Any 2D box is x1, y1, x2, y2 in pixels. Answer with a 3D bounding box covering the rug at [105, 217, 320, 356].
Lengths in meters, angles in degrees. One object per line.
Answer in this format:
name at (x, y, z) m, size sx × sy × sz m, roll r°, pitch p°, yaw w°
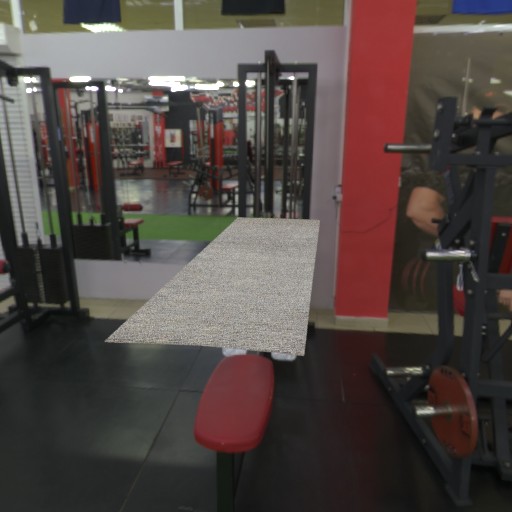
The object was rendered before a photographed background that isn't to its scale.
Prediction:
rug at (0.000, 0.000, 2.607) m, size 0.697 × 0.013 × 2.335 m, roll 3°, pitch 16°, yaw 9°
